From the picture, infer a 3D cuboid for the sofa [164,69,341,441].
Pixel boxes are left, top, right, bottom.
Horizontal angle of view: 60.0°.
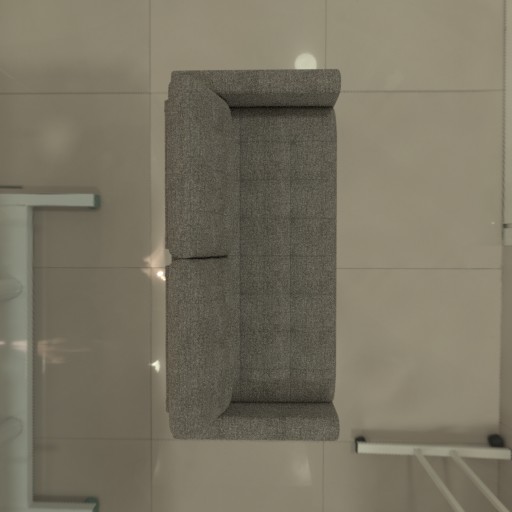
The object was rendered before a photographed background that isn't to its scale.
[{"bbox_3d":[0.000,0.000,2.320,0.863,0.902,1.821,0,91,1],"label":"sofa"}]
